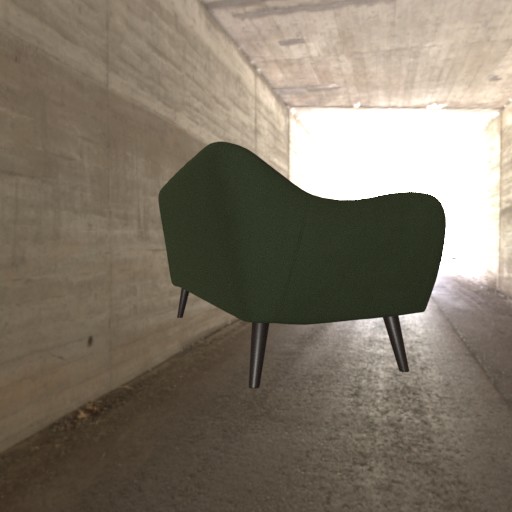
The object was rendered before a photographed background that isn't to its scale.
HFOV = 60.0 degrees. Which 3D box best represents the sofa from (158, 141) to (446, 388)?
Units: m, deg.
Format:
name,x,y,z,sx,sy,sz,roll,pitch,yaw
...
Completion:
name,x,y,z,sx,sy,sz,roll,pitch,yaw
sofa,0.000,0.000,2.270,0.820,0.836,1.840,0,2,-19
